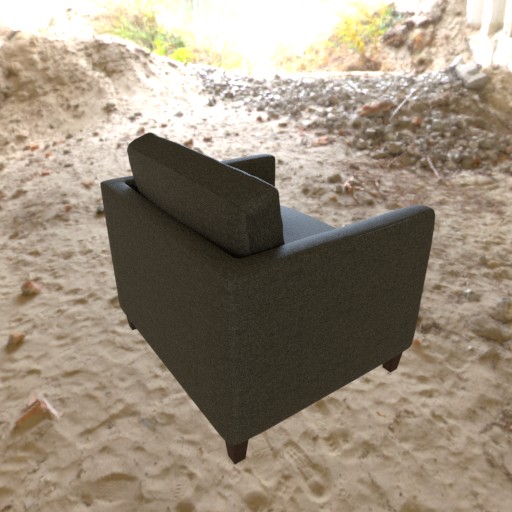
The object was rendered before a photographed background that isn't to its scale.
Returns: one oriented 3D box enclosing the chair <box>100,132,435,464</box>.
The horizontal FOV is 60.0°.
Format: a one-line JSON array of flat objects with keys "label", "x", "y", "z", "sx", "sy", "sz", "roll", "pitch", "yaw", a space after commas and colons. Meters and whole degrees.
[{"label": "chair", "x": 0.000, "y": 0.000, "z": 1.907, "sx": 0.959, "sy": 0.963, "sz": 1.107, "roll": -17, "pitch": 31, "yaw": -31}]
